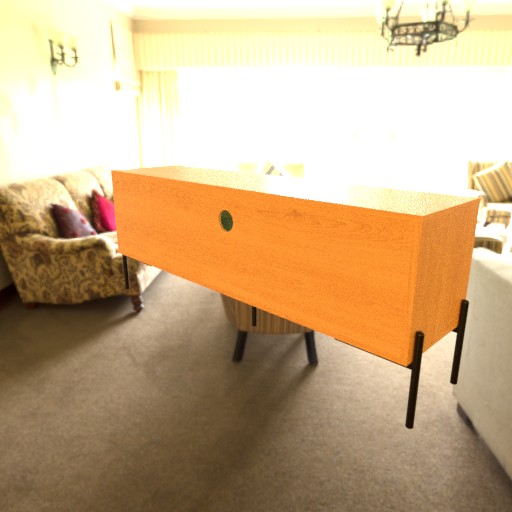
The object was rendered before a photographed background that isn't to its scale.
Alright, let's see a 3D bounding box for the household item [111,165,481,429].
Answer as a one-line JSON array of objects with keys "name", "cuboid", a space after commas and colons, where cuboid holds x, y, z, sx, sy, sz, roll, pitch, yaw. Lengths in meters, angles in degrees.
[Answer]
[{"name": "household item", "cuboid": [0.000, 0.000, 1.776, 1.550, 0.600, 0.400, 16, 23, 42]}]
